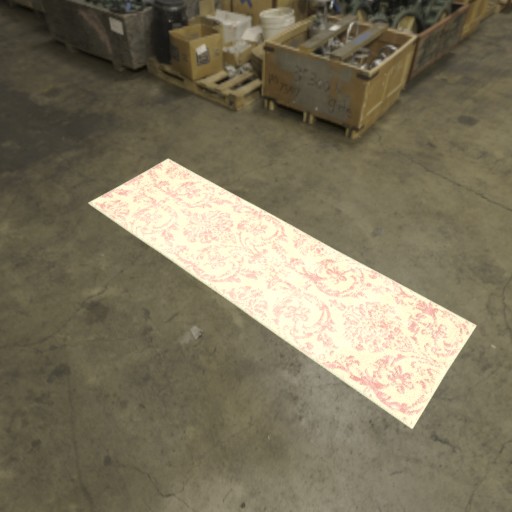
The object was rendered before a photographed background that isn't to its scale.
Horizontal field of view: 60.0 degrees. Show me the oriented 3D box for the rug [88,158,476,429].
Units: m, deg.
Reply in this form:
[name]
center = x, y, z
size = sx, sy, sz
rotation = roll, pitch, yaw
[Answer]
[rug]
center = 0.000, 0.000, 2.433
size = 2.196, 0.011, 0.662
rotation = 31, 53, 27
